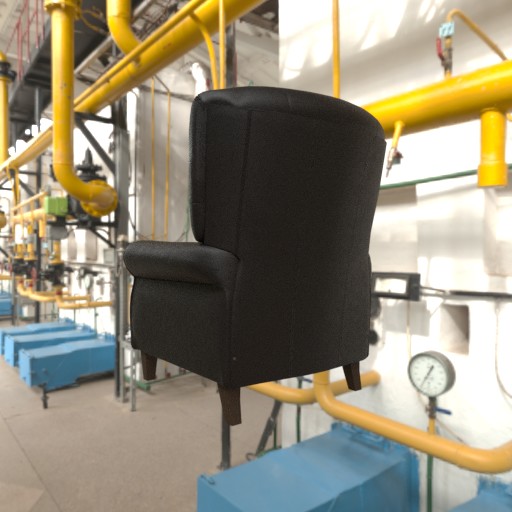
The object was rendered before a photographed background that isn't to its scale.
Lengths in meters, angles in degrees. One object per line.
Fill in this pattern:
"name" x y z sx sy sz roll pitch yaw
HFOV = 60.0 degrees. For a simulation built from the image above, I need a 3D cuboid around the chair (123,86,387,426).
"chair" 0.000 0.000 1.949 0.948 1.158 1.058 0 0 -38
